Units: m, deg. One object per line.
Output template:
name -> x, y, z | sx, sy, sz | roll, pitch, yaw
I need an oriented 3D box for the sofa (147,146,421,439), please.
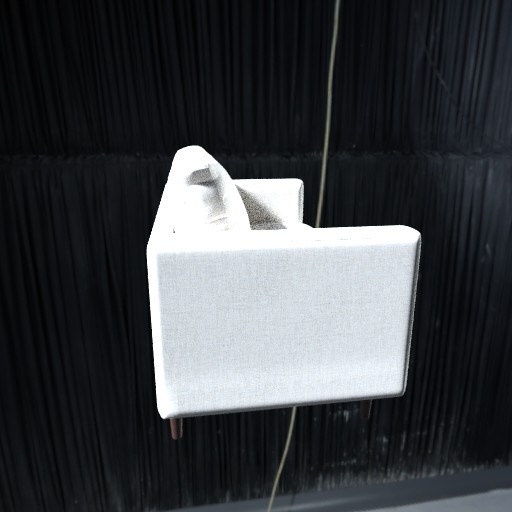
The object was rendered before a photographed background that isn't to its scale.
sofa -> 0.000, 0.000, 1.932 | 0.796, 0.908, 1.430 | -2, 16, -9
